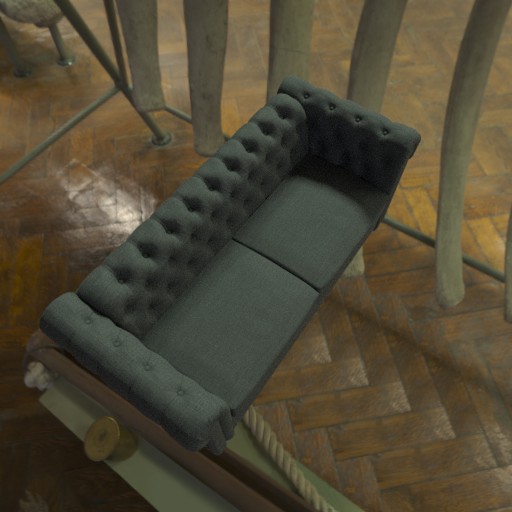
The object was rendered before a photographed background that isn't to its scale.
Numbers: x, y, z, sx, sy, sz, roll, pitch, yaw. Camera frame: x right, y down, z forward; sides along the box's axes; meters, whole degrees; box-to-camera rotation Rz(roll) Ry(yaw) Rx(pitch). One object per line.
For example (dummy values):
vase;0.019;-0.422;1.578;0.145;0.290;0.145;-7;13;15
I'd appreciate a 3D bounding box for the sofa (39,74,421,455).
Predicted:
sofa;0.000;0.000;2.224;0.783;0.797;1.798;31;64;17
